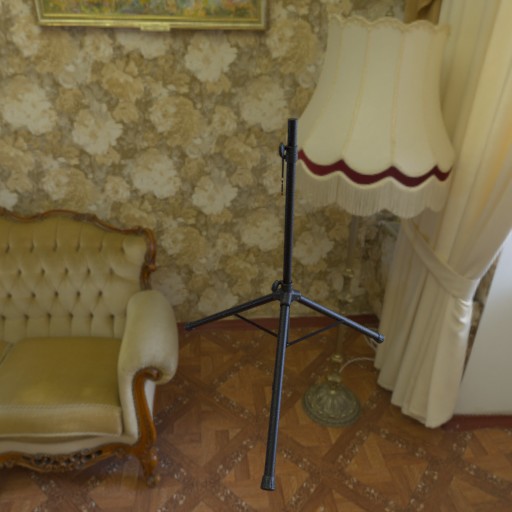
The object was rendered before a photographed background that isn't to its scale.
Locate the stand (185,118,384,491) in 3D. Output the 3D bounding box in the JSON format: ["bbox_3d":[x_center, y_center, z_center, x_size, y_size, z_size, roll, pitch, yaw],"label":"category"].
[{"bbox_3d":[0.000,0.000,1.844,0.907,1.136,1.045,19,32,33],"label":"stand"}]
